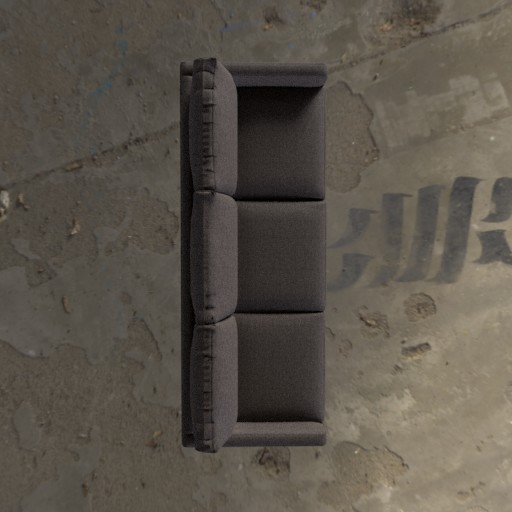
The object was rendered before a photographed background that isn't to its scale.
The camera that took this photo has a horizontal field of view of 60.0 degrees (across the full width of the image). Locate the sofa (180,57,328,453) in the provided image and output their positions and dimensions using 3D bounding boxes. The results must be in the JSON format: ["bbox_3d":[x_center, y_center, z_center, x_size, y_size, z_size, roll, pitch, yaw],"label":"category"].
[{"bbox_3d":[0.000,0.000,2.734,0.876,0.882,2.253,0,92,-1],"label":"sofa"}]
